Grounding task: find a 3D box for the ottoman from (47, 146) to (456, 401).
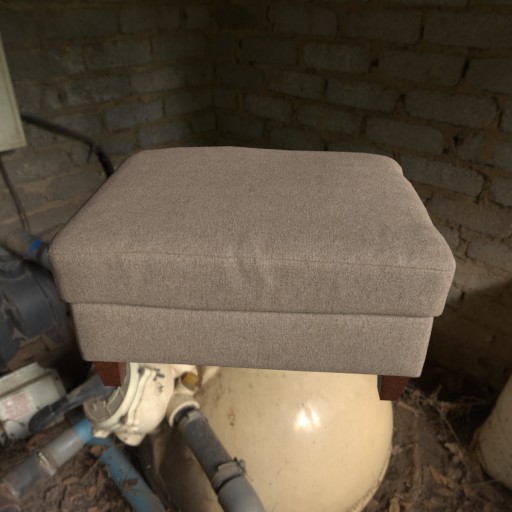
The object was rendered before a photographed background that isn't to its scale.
[{"bbox_3d":[0.000,0.000,1.304,0.889,0.511,0.692,2,31,3],"label":"ottoman"}]
